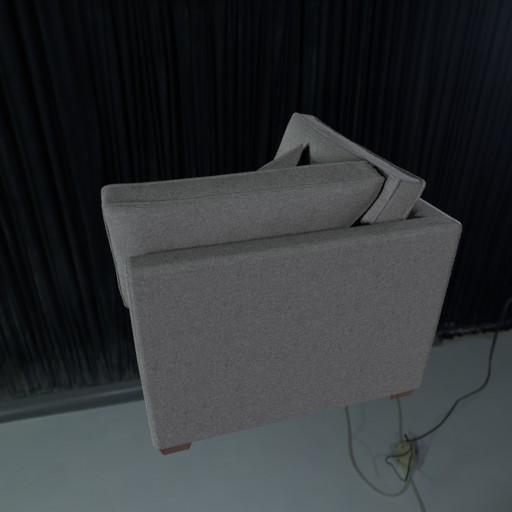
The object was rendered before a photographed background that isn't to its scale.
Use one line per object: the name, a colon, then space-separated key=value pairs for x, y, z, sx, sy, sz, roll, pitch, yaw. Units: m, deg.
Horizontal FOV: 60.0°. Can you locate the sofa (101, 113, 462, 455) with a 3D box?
sofa: x=0.000 y=0.000 z=1.945 sx=1.146 sy=1.002 sz=1.084 roll=-8 pitch=31 yaw=-14
